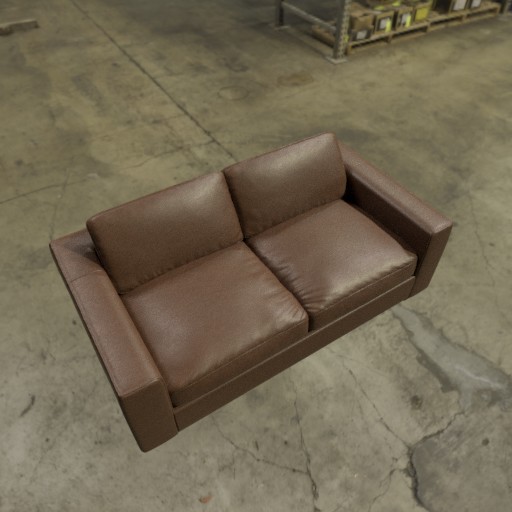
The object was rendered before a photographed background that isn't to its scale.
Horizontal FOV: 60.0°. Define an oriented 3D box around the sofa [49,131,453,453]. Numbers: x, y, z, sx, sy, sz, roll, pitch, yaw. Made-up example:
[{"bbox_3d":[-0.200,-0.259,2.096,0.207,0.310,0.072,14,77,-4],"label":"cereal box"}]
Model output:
[{"bbox_3d":[0.000,0.000,2.468,1.920,0.800,1.070,-25,51,-22],"label":"sofa"}]
